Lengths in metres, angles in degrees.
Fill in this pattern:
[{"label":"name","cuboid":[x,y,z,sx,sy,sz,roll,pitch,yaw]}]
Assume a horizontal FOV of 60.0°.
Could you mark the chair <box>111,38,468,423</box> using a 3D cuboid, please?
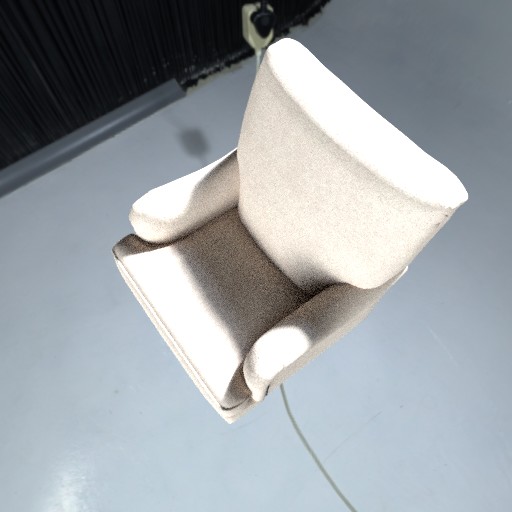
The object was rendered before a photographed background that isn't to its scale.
[{"label":"chair","cuboid":[0.000,0.000,1.784,0.953,1.119,0.879,-34,69,-16]}]
